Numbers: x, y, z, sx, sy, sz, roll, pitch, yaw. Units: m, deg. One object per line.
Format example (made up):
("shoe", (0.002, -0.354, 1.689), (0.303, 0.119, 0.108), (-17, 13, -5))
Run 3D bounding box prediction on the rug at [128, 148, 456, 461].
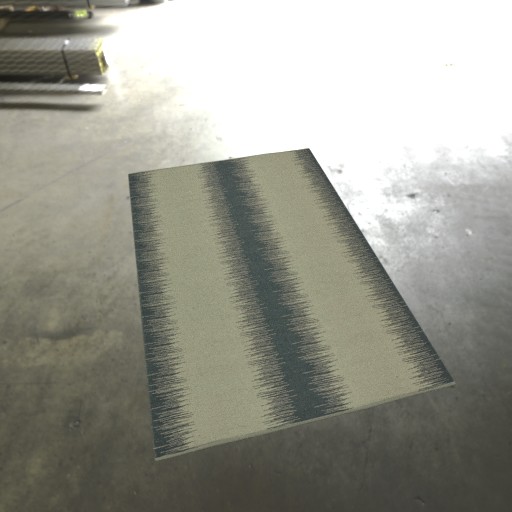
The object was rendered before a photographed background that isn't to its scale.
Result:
("rug", (0.000, 0.000, 2.343), (1.234, 0.006, 1.854), (-10, 47, -10))
